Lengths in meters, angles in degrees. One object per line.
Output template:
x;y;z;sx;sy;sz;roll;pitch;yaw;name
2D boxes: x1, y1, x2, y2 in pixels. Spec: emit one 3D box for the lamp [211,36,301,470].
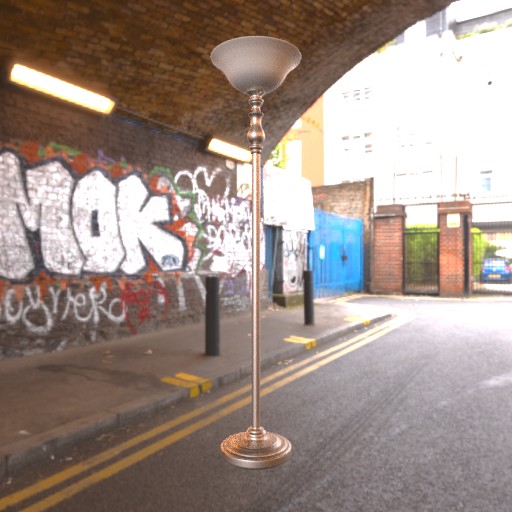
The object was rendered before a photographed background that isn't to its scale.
0.000;0.000;1.980;0.405;1.771;0.405;0;-1;-19;lamp
